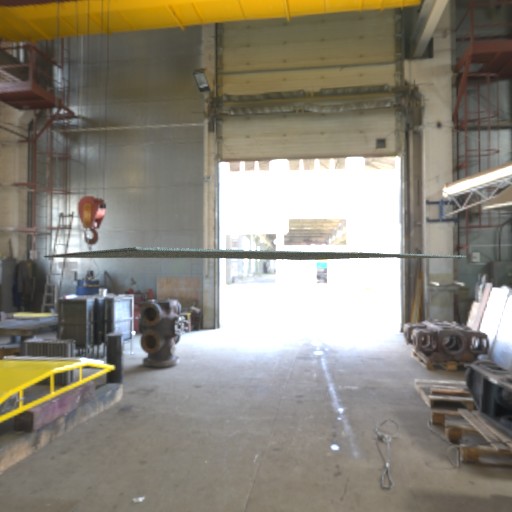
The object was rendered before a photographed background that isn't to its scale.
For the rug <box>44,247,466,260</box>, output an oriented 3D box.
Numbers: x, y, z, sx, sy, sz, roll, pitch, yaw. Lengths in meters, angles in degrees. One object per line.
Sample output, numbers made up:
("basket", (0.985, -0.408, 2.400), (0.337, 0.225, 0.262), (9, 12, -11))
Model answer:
("rug", (0.000, 0.000, 2.897), (2.260, 0.026, 1.611), (1, -2, -36))
